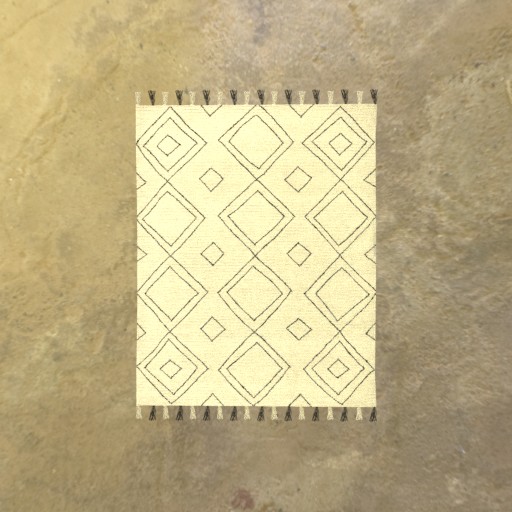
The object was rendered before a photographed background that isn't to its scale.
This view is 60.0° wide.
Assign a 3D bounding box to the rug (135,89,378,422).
[{"bbox_3d":[0.000,0.000,4.304,2.342,0.026,3.221,0,91,1],"label":"rug"}]
